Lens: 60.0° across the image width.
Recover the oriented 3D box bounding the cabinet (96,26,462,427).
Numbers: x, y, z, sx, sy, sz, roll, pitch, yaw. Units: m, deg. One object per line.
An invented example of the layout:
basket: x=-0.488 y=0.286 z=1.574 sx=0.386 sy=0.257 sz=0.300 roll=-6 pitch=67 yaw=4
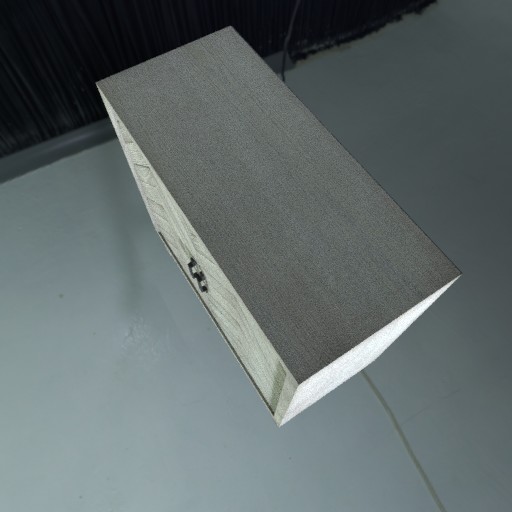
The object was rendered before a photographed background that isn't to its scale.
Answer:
cabinet: x=0.000 y=0.000 z=1.233 sx=0.370 sy=0.787 sz=0.781 roll=-30 pitch=67 yaw=-14
